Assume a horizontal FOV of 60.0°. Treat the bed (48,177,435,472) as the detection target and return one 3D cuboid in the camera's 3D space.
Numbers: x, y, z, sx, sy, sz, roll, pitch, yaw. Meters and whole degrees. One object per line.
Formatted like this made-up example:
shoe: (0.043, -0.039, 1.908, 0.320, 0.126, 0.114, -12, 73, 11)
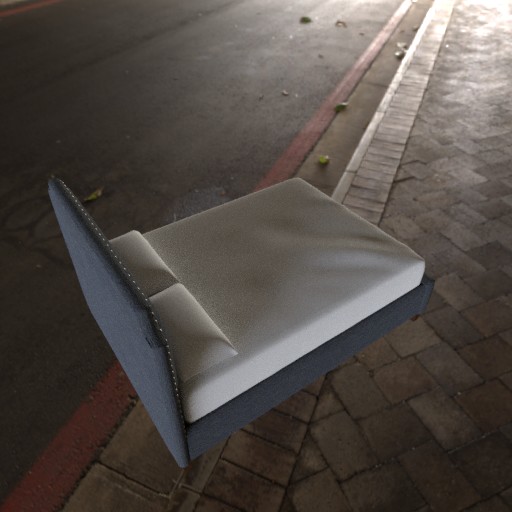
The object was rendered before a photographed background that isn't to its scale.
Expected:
bed: (0.000, 0.000, 3.402, 2.372, 1.443, 1.713, -24, 46, -26)
